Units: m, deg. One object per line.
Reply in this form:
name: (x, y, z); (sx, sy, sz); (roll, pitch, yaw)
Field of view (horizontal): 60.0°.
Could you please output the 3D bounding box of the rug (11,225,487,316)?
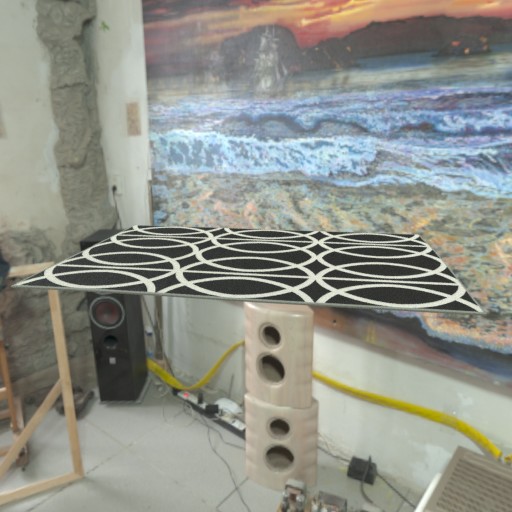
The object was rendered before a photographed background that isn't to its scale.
rug: (0.000, 0.000, 2.805); (2.290, 0.014, 1.526); (2, 16, 8)
